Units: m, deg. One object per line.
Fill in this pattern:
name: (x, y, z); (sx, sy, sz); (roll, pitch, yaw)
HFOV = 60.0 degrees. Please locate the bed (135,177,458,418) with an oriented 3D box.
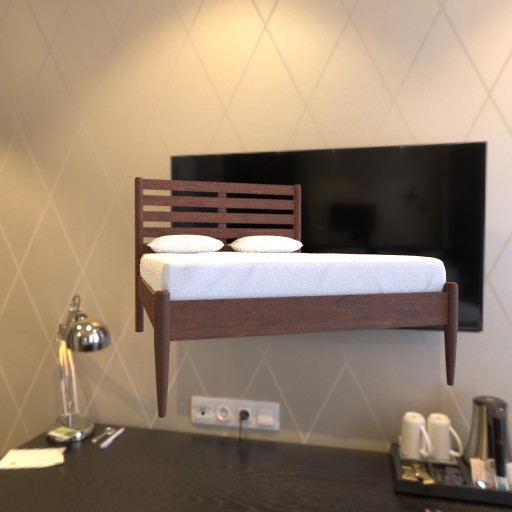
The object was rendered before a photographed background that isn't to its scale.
bed: (0.000, 0.000, 2.998); (1.509, 1.304, 2.093); (0, 1, -17)
